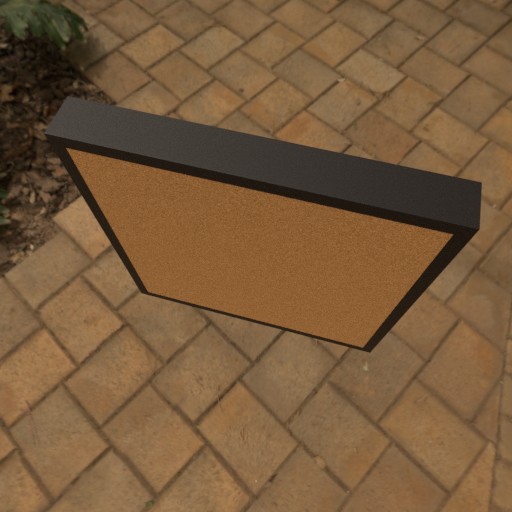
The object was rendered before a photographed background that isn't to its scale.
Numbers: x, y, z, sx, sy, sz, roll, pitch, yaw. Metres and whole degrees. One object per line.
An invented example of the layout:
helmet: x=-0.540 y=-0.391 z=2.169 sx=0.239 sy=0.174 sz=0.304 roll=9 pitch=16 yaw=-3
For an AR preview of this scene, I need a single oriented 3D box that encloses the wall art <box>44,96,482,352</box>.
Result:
wall art: x=0.000 y=0.000 z=0.443 sx=0.305 sy=0.304 sz=0.038 roll=14 pitch=64 yaw=7
